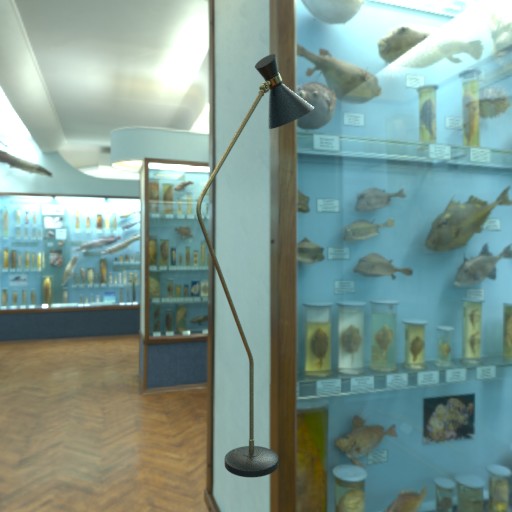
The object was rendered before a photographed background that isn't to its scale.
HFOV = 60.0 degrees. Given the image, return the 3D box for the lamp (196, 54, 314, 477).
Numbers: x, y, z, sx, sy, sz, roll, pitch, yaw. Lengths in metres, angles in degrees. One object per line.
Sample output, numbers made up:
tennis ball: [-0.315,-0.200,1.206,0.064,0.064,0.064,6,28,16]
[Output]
lamp: [0.000,0.000,1.582,0.467,1.438,0.277,0,0,-17]
